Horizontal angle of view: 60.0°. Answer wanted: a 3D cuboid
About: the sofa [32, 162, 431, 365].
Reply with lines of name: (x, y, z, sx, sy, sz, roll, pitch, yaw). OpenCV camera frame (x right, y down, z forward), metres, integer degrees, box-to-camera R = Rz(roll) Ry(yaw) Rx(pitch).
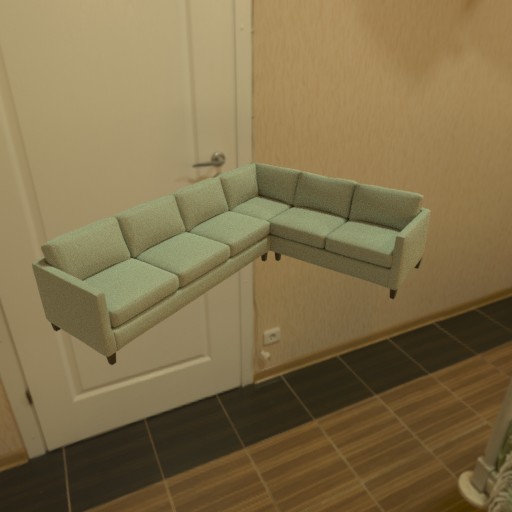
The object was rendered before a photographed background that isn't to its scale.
sofa: (0.000, 0.000, 4.499, 2.522, 0.934, 3.333, 18, 33, 31)
